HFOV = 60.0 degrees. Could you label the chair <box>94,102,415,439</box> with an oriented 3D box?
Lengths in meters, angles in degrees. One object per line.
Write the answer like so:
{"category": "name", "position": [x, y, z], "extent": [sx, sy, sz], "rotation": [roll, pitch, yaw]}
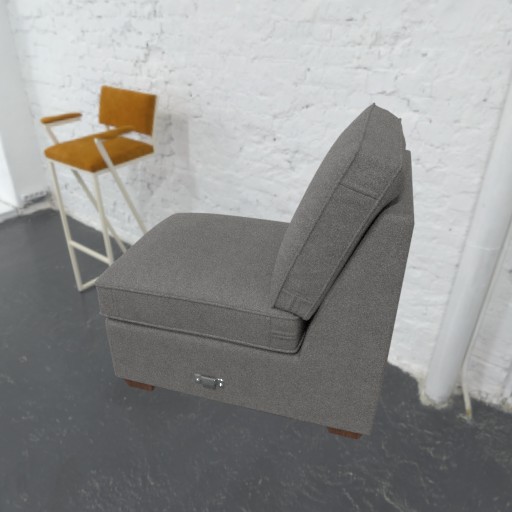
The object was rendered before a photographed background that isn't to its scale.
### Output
{"category": "chair", "position": [0.000, 0.000, 1.541], "extent": [0.938, 0.970, 0.621], "rotation": [8, 30, 14]}
